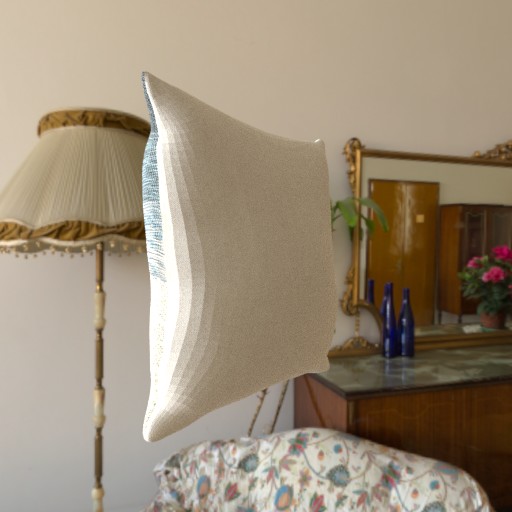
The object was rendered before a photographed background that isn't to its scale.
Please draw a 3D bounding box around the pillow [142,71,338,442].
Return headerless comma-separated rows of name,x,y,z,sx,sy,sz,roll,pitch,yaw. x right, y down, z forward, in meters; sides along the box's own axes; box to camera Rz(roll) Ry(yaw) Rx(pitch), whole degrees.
pillow,0.000,0.000,0.683,0.182,0.441,0.440,0,1,37
